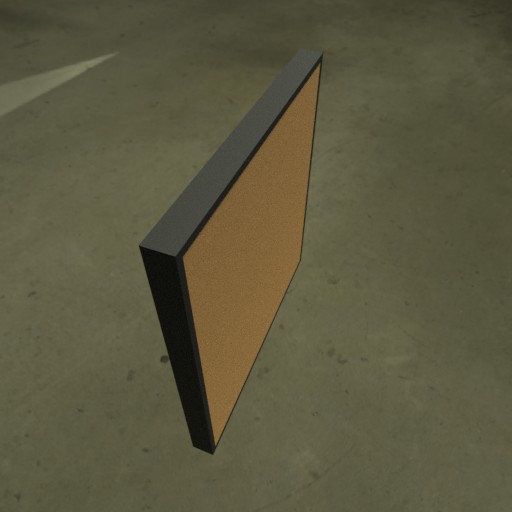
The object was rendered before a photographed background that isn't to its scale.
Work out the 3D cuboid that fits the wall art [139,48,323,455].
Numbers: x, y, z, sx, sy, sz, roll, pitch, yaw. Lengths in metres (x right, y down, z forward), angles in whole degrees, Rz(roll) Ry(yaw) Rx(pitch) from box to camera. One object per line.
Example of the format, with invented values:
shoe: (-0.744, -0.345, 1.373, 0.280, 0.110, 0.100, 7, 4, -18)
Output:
wall art: (0.000, 0.000, 0.768, 0.040, 0.509, 0.509, 16, 48, 15)
